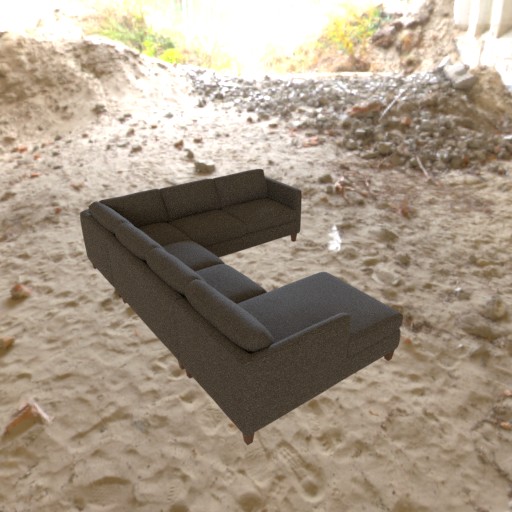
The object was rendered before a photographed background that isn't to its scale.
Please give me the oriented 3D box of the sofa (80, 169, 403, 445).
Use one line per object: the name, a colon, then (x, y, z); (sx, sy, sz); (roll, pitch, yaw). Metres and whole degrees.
sofa: (0.000, 0.000, 4.529); (2.551, 0.853, 3.238); (-18, 32, -32)
